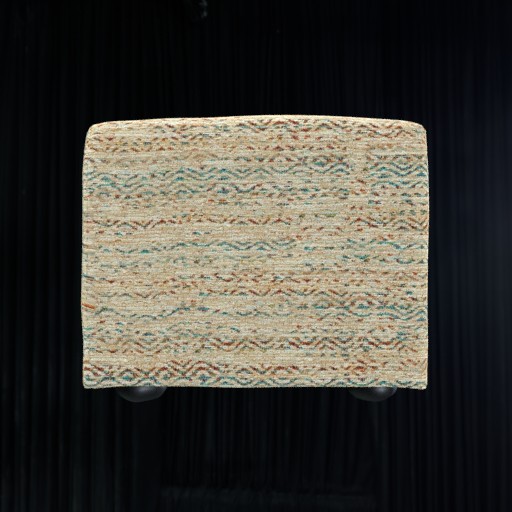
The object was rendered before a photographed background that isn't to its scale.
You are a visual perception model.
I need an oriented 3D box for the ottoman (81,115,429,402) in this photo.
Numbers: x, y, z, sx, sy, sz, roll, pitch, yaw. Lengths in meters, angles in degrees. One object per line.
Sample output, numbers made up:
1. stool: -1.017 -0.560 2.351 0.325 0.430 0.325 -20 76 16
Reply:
1. ottoman: 0.000 0.000 0.892 0.512 0.453 0.521 0 1 0
